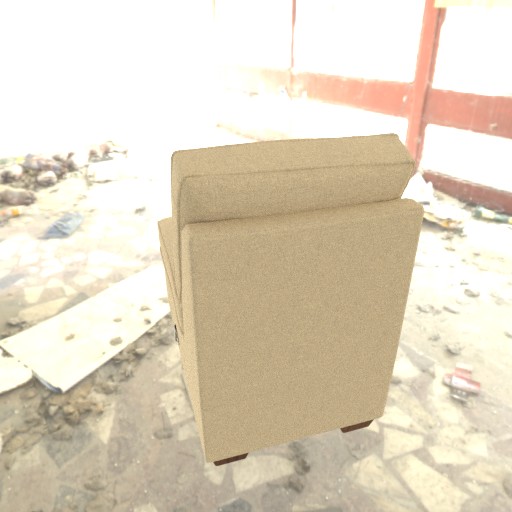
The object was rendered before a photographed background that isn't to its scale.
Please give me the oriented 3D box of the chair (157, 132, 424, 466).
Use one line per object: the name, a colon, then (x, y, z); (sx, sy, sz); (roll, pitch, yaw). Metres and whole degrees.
chair: (0.000, 0.000, 1.576); (0.621, 0.970, 0.938); (-8, 29, -15)
